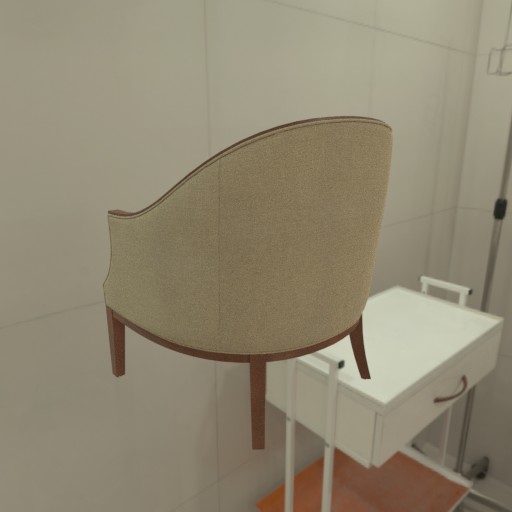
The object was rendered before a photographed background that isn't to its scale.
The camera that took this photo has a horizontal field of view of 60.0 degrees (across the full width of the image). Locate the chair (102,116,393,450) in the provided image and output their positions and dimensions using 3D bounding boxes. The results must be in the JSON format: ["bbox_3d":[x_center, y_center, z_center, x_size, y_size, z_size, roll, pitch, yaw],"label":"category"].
[{"bbox_3d":[0.000,0.000,1.473,0.803,0.876,0.735,-15,22,-41],"label":"chair"}]
